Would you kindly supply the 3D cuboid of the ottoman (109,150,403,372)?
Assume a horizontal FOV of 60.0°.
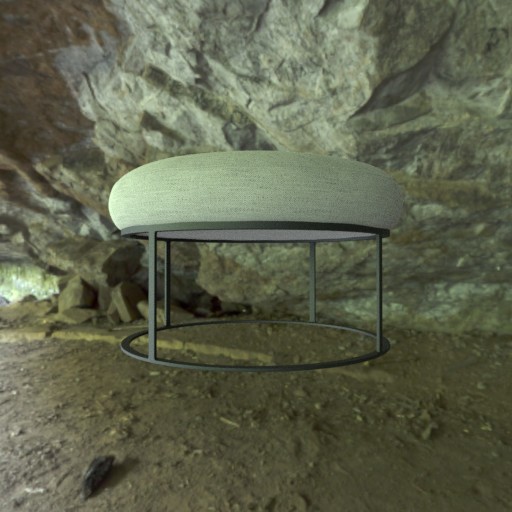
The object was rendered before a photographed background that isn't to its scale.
[{"bbox_3d":[0.000,0.000,1.216,0.769,0.459,0.769,0,-1,0],"label":"ottoman"}]
